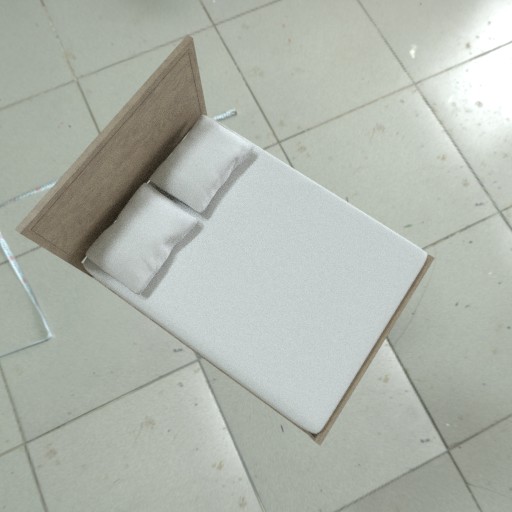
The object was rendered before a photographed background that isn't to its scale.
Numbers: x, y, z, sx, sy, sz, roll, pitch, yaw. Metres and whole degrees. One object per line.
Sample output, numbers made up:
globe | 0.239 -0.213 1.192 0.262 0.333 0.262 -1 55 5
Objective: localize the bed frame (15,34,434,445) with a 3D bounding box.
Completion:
bed frame | 0.000 0.000 3.163 2.189 1.369 1.606 34 77 9
